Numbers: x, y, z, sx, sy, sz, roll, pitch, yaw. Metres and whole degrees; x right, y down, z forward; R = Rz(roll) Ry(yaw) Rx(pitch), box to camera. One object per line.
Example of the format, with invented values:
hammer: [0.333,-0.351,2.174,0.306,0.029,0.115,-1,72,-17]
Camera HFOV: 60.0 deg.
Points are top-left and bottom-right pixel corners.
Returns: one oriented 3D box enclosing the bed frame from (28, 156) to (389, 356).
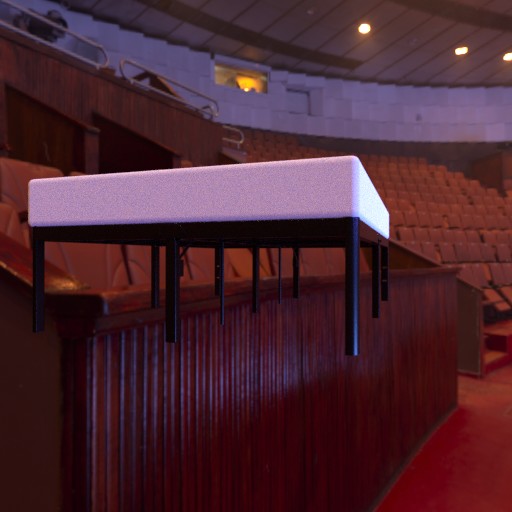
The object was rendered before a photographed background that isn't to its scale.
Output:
bed frame: [0.000,0.000,2.589,1.408,0.659,1.956,0,0,19]
